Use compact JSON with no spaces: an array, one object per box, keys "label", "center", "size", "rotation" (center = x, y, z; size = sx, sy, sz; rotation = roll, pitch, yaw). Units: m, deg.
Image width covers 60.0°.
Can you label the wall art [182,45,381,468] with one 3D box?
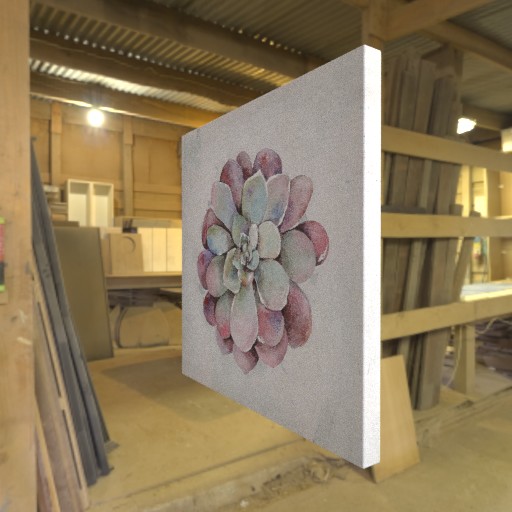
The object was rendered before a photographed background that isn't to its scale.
[{"label":"wall art","center":[0.000,0.000,0.892],"size":[0.044,0.605,0.605],"rotation":[0,1,-35]}]
